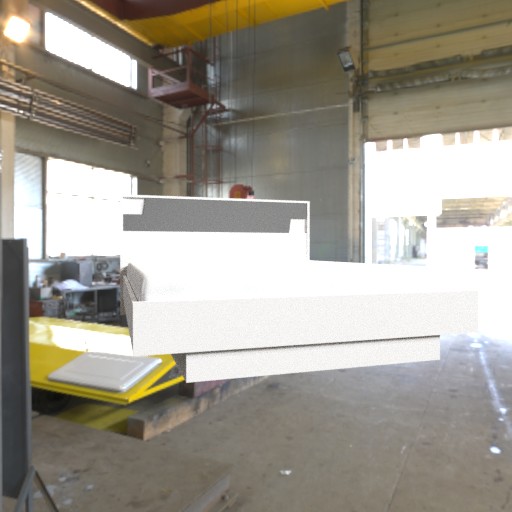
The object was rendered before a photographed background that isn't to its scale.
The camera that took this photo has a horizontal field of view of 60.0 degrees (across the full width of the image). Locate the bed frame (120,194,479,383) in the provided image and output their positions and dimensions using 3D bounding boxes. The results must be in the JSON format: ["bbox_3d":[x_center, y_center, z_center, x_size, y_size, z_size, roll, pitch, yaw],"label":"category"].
[{"bbox_3d":[0.000,0.000,2.956,1.711,1.001,2.100,0,1,-18],"label":"bed frame"}]
